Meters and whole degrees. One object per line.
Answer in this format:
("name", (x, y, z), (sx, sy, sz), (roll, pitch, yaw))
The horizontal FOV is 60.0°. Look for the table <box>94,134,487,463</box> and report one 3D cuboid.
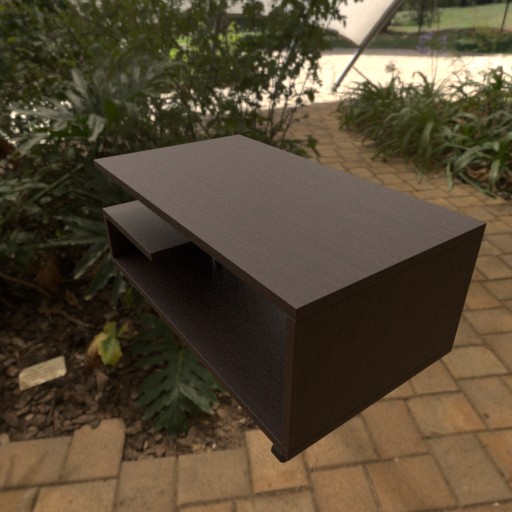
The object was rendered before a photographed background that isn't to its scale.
("table", (0.000, 0.000, 1.380), (0.590, 0.460, 1.050), (-19, 34, -31))
